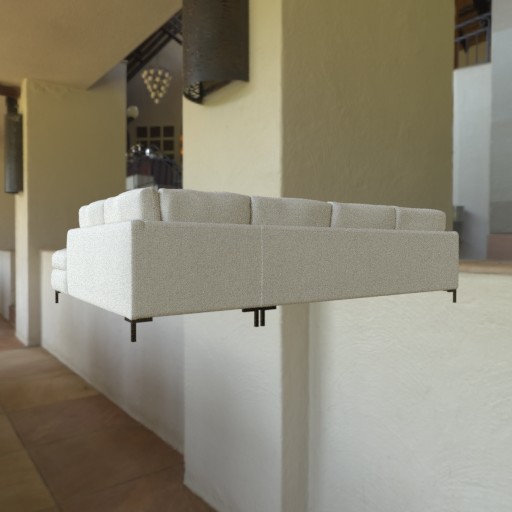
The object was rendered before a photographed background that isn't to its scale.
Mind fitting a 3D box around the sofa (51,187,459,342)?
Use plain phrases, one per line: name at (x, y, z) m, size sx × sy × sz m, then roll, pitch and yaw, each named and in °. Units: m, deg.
sofa at (0.000, 0.000, 3.835) m, size 2.949 × 0.815 × 2.007 m, roll -1°, pitch 1°, yaw -34°
